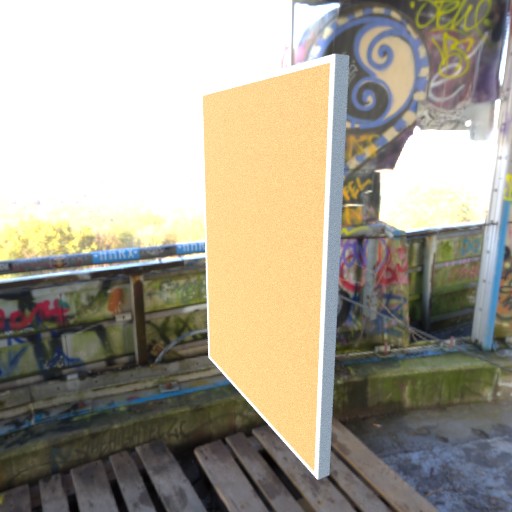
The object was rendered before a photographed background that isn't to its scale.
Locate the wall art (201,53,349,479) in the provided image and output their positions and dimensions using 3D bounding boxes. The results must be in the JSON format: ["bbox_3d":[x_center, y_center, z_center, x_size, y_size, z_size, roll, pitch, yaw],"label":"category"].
[{"bbox_3d":[0.000,0.000,1.624,0.046,1.221,0.914,-7,16,-27],"label":"wall art"}]
